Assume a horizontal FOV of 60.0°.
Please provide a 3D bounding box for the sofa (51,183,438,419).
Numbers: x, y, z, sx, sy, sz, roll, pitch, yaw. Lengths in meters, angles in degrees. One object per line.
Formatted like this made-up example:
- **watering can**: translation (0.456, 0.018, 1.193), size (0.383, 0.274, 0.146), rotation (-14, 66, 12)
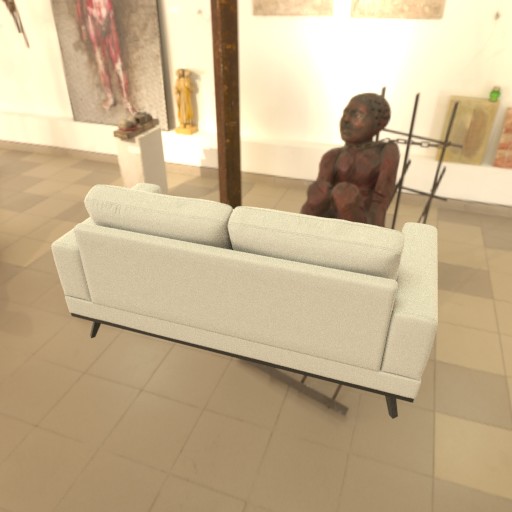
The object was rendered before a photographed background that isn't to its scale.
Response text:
- **sofa**: translation (0.000, 0.000, 2.201), size (1.650, 0.810, 0.920), rotation (10, 34, 16)
